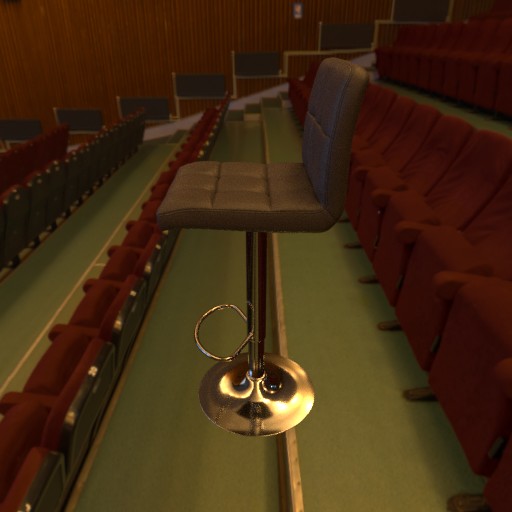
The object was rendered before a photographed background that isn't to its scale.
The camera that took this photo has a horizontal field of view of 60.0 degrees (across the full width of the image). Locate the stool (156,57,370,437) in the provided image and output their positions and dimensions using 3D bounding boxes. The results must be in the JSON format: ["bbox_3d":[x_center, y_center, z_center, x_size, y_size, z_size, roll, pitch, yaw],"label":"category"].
[{"bbox_3d":[0.000,0.000,1.378,0.505,1.115,0.430,0,27,-1],"label":"stool"}]
